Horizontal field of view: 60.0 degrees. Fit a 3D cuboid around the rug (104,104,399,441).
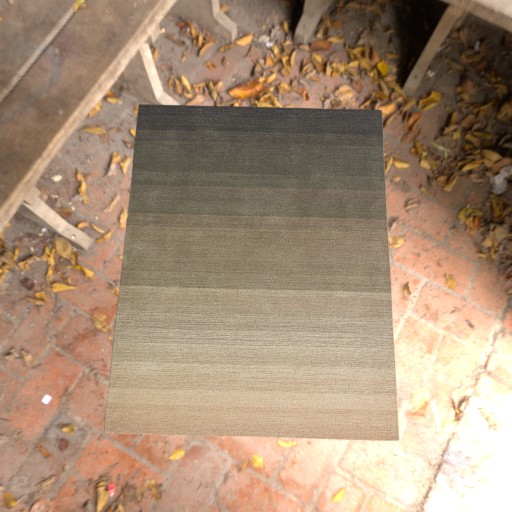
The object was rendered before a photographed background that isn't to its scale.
[{"bbox_3d":[0.000,0.000,3.837,2.315,0.015,2.932,1,75,0],"label":"rug"}]
